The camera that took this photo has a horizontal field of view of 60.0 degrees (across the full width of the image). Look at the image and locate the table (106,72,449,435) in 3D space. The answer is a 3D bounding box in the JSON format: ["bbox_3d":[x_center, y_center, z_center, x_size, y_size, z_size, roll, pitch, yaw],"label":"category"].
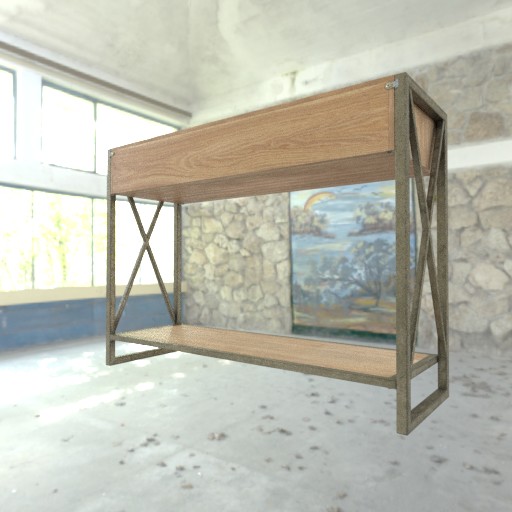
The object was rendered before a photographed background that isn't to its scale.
[{"bbox_3d":[0.000,0.000,1.388,1.059,0.763,0.361,-1,-1,37],"label":"table"}]
